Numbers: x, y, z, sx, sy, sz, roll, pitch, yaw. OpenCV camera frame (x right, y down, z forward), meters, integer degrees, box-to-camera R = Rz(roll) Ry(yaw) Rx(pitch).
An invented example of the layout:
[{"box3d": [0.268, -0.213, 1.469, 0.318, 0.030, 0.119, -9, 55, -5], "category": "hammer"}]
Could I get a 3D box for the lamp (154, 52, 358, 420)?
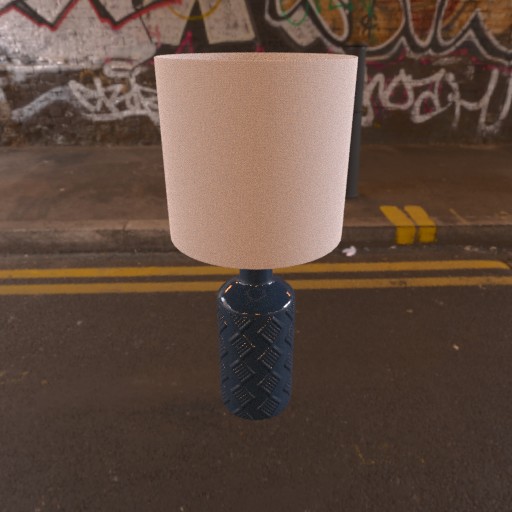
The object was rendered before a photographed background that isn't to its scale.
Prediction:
[{"box3d": [0.000, 0.000, 0.560, 0.207, 0.461, 0.207, 18, 31, 32], "category": "lamp"}]
